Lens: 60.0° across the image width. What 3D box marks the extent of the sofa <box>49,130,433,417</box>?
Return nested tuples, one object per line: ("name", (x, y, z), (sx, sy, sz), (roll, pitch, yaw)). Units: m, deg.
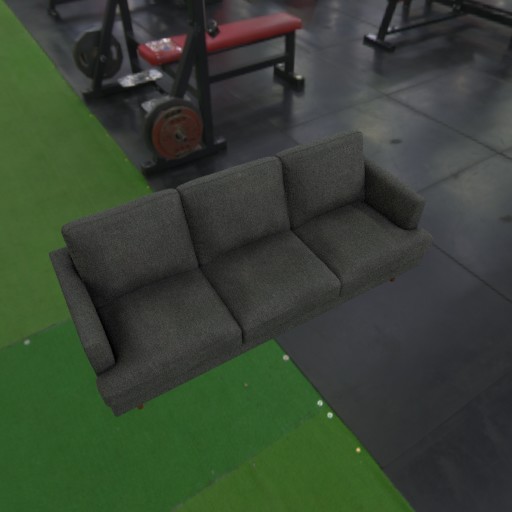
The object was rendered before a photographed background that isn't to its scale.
("sofa", (0.000, 0.000, 2.786), (2.246, 0.930, 0.903), (-23, 50, -21))
